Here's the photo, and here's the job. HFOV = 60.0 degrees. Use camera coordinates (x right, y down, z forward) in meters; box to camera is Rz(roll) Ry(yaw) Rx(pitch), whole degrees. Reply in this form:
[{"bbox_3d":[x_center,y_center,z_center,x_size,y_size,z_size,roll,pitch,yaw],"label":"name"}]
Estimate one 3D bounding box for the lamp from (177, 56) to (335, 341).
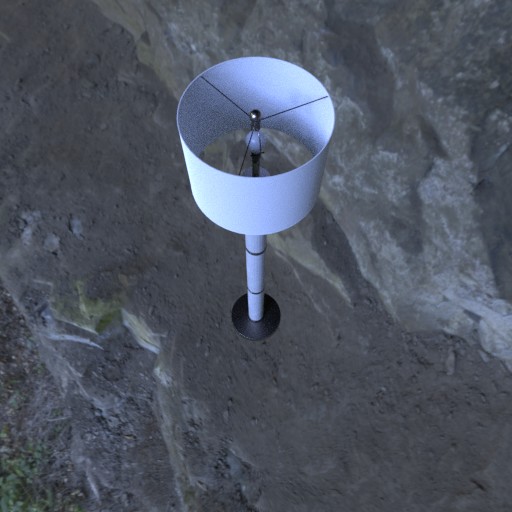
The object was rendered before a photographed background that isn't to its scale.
[{"bbox_3d":[0.000,0.000,1.767,0.377,1.599,0.377,-16,66,-8],"label":"lamp"}]
